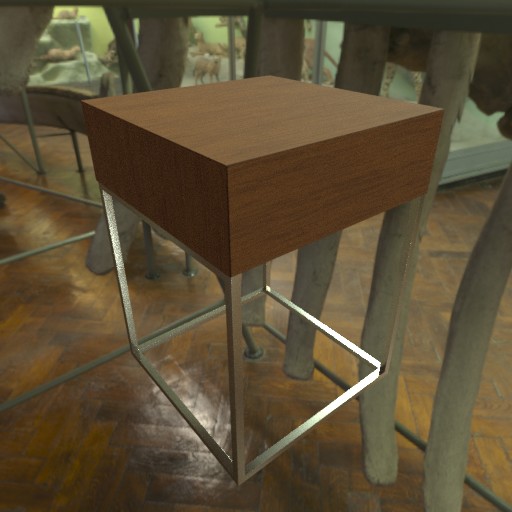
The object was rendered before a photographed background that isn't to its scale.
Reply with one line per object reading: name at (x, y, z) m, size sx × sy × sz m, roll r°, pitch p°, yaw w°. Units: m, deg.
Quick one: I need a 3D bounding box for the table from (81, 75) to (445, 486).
table at (0.000, 0.000, 0.818) m, size 0.397 × 0.540 × 0.398 m, roll -22°, pitch 37°, yaw -33°
